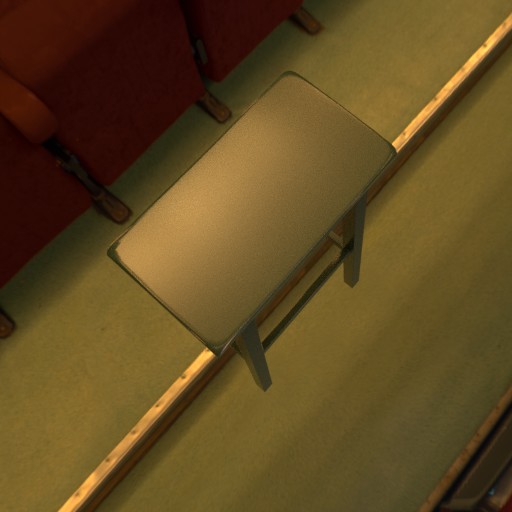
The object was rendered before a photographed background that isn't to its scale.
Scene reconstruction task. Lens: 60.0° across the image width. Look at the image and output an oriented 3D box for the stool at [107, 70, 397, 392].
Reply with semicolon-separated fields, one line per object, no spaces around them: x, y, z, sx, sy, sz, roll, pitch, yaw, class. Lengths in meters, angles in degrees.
0.000;0.000;1.062;0.476;0.737;0.457;41;79;10;stool
